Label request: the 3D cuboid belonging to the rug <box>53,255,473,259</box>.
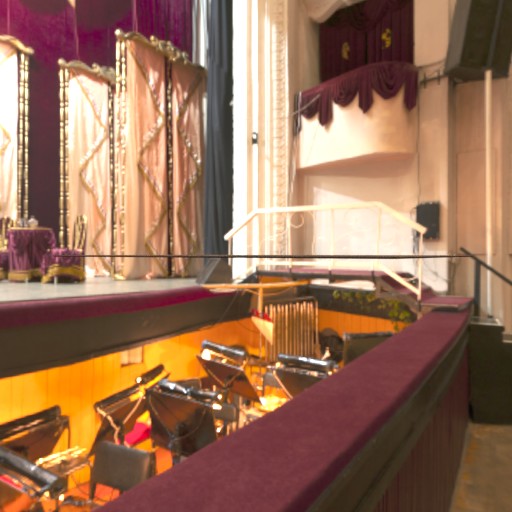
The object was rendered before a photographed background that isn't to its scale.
[{"bbox_3d":[0.000,0.000,3.070,2.476,0.011,1.554,0,0,36],"label":"rug"}]
